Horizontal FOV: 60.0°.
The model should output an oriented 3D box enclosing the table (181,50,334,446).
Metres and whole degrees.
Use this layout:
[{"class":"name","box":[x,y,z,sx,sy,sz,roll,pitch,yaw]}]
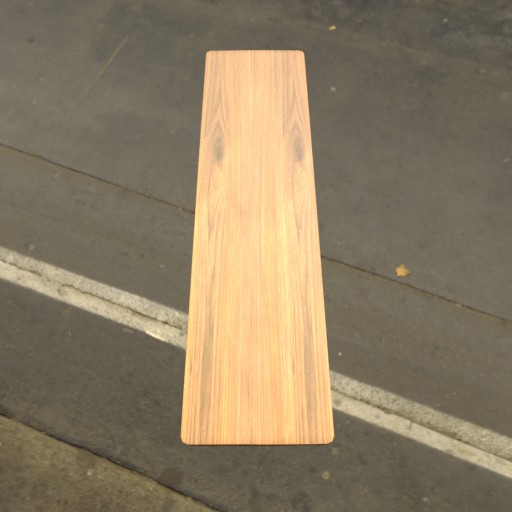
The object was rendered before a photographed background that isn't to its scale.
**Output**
[{"class":"table","box":[0.000,0.000,1.932,0.425,0.834,1.570,0,63,0]}]
